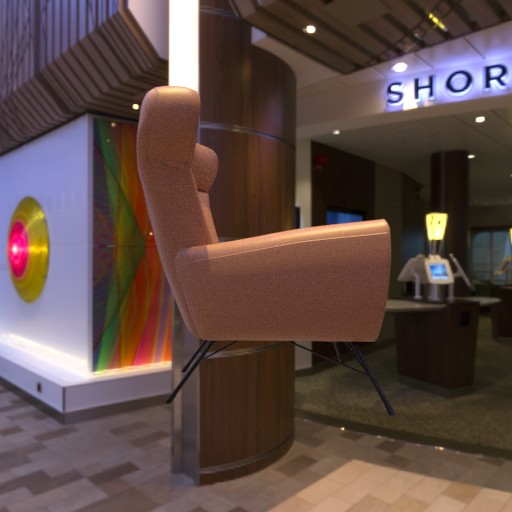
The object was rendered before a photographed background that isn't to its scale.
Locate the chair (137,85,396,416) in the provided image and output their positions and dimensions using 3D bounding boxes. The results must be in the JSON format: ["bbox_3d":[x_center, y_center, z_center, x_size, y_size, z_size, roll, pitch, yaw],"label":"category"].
[{"bbox_3d":[0.000,0.000,1.798,0.900,1.050,0.980,0,0,-2],"label":"chair"}]
